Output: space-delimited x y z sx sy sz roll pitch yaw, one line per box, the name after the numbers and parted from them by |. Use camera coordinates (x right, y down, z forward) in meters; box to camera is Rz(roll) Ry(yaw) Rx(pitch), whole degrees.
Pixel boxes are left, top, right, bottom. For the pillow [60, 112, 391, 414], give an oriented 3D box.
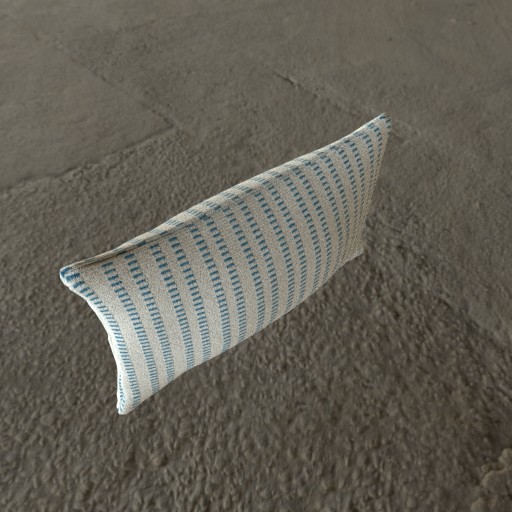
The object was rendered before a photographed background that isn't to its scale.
0.000 0.000 0.799 0.640 0.353 0.210 -31 52 -27 | pillow
